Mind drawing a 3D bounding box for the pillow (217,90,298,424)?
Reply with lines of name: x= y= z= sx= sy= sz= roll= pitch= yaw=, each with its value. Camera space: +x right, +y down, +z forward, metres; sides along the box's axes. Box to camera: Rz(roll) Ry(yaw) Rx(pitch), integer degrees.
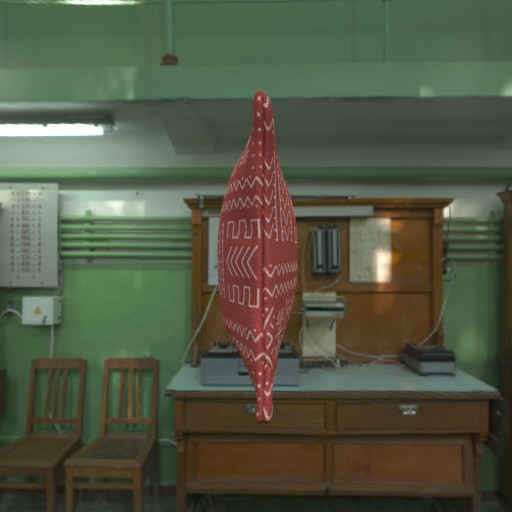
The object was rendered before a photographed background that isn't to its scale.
pillow: x=0.000 y=0.000 z=0.774 sx=0.130 sy=0.352 sz=0.640 roll=0 pitch=0 yaw=0
